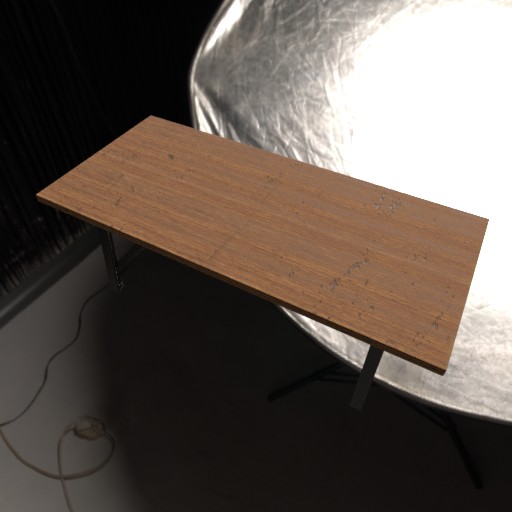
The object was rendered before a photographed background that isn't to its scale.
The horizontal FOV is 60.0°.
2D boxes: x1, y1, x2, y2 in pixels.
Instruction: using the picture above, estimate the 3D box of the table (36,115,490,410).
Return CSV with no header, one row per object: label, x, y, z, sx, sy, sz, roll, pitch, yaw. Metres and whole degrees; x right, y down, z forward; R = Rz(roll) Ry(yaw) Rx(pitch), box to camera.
table,0.000,0.000,2.620,2.200,0.757,1.000,22,50,20
